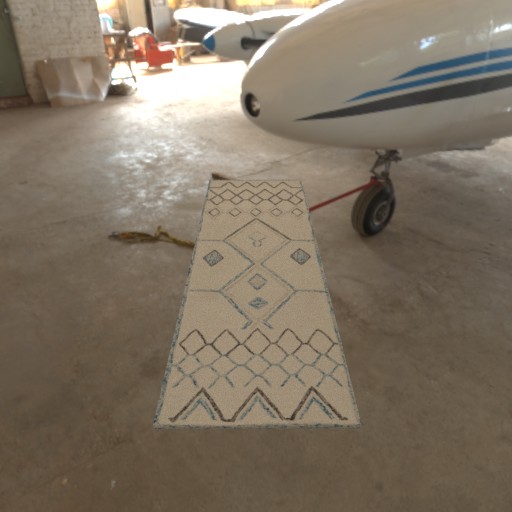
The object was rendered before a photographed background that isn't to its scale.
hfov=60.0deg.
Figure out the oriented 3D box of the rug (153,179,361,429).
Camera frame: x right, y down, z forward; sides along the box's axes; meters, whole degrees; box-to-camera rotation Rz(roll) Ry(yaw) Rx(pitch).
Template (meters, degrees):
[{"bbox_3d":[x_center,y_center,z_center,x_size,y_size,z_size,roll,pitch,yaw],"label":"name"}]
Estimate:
[{"bbox_3d":[0.000,0.000,2.668,0.770,0.013,2.434,0,31,0],"label":"rug"}]
